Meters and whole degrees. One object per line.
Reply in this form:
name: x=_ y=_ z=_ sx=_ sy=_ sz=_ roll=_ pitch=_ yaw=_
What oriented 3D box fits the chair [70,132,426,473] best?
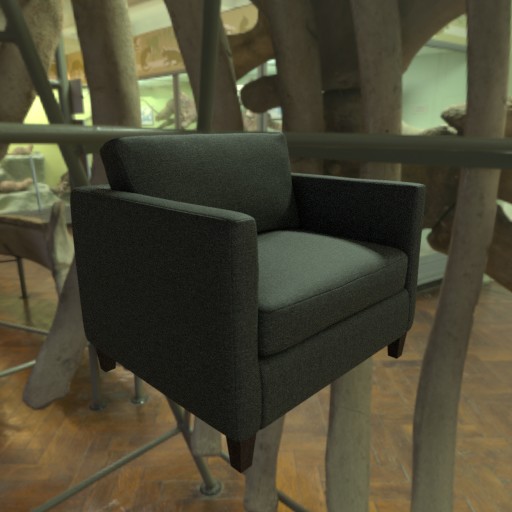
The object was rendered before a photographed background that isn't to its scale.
chair: x=0.000 y=0.000 z=1.793 sx=0.959 sy=0.963 sz=1.107 roll=15 pitch=21 yaw=42
